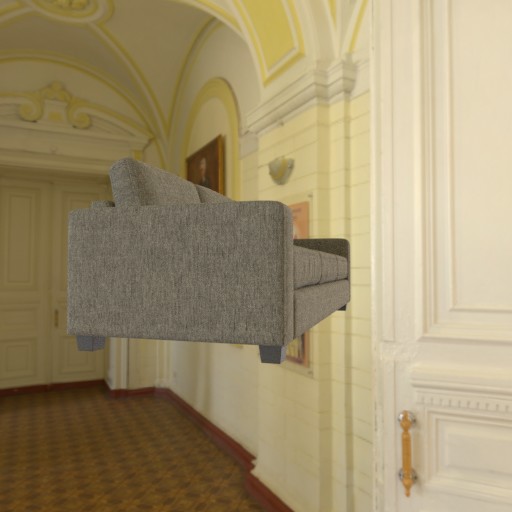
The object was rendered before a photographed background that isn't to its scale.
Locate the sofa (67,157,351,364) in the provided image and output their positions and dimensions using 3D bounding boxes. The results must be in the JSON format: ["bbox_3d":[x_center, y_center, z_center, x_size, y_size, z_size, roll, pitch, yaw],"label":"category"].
[{"bbox_3d":[0.000,0.000,2.633,0.900,0.800,2.160,-1,-2,18],"label":"sofa"}]
